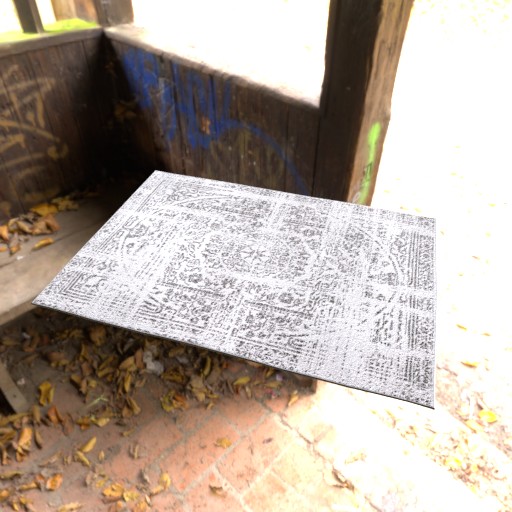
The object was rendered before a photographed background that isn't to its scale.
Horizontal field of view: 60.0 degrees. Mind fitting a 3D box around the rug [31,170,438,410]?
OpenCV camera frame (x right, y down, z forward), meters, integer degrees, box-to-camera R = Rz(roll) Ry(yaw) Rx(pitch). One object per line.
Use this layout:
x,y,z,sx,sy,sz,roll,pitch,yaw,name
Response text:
0.000,0.000,3.111,2.438,0.026,1.706,12,43,13,rug
